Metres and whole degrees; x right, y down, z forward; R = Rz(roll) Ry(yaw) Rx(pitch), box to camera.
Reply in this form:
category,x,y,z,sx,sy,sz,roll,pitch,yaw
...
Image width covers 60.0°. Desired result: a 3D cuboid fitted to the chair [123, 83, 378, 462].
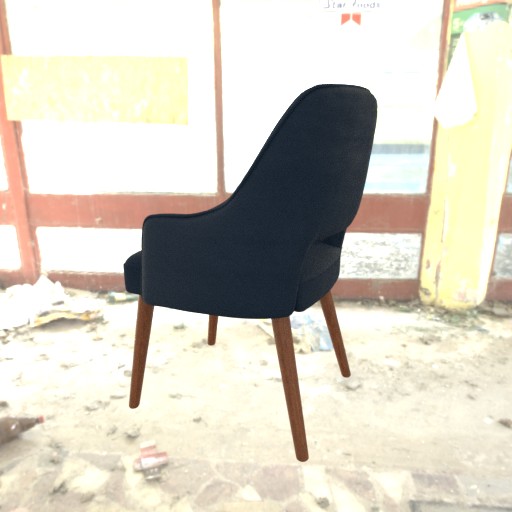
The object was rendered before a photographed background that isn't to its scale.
category,x,y,z,sx,sy,sz,roll,pitch,yaw
chair,0.000,0.000,1.214,0.591,0.844,0.559,7,17,24
